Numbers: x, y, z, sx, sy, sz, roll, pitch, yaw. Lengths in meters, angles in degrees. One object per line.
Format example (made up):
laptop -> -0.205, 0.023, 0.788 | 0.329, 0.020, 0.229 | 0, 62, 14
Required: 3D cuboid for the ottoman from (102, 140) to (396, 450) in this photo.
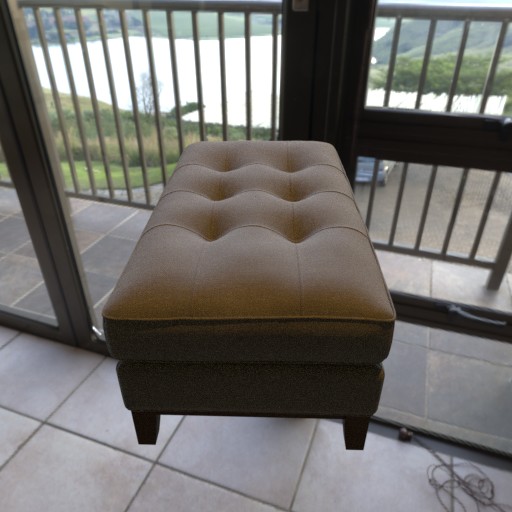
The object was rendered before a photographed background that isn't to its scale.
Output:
ottoman -> 0.000, 0.000, 1.503 | 0.648, 0.514, 1.143 | 1, 32, 1
